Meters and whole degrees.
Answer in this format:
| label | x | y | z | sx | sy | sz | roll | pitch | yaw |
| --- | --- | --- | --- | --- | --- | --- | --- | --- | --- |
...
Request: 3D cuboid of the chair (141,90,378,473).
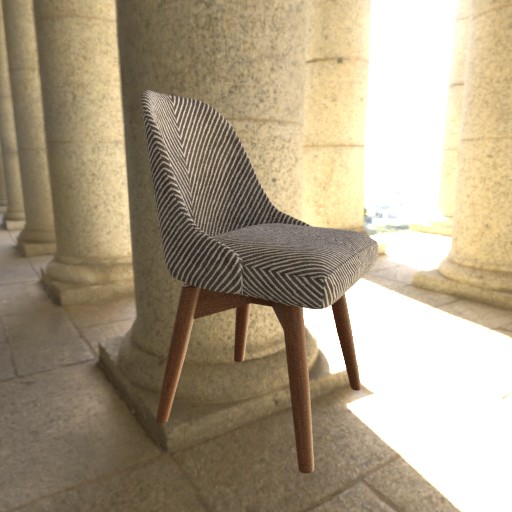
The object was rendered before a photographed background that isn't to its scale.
| label | x | y | z | sx | sy | sz | roll | pitch | yaw |
| --- | --- | --- | --- | --- | --- | --- | --- | --- | --- |
| chair | 0.000 | 0.000 | 1.228 | 0.591 | 0.883 | 0.504 | 6 | 14 | 27 |
